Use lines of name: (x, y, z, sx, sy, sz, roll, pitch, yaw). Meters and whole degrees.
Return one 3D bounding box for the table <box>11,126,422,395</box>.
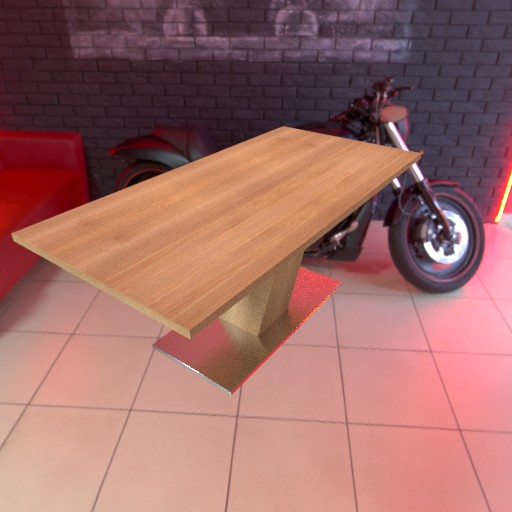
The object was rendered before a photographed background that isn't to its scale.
table: (0.000, 0.000, 2.209, 0.900, 0.750, 1.800, 21, 37, 31)
